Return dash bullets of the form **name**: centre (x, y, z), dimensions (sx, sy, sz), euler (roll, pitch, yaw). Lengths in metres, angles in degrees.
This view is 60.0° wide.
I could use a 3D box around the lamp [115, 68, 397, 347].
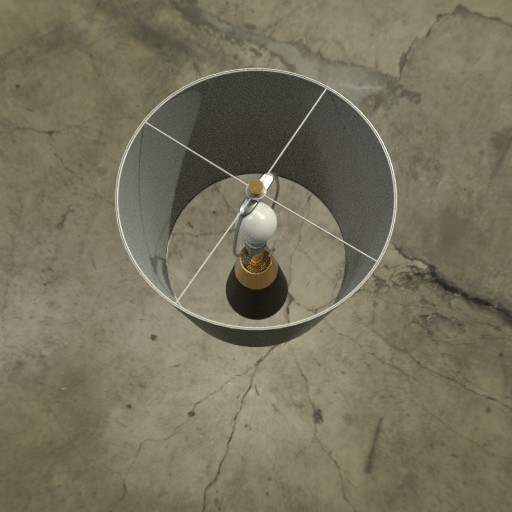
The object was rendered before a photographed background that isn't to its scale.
- **lamp**: centre (0.000, 0.000, 0.760), dimensions (0.308, 0.580, 0.308), euler (32, 77, 8)
